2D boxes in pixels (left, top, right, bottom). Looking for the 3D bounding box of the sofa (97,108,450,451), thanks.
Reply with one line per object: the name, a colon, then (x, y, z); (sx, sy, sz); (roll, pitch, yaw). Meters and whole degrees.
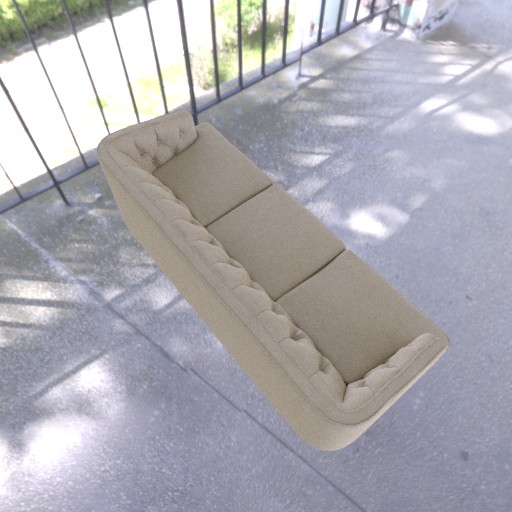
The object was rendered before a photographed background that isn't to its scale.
sofa: (0.000, 0.000, 2.700); (0.913, 0.788, 2.235); (-35, 64, -20)
